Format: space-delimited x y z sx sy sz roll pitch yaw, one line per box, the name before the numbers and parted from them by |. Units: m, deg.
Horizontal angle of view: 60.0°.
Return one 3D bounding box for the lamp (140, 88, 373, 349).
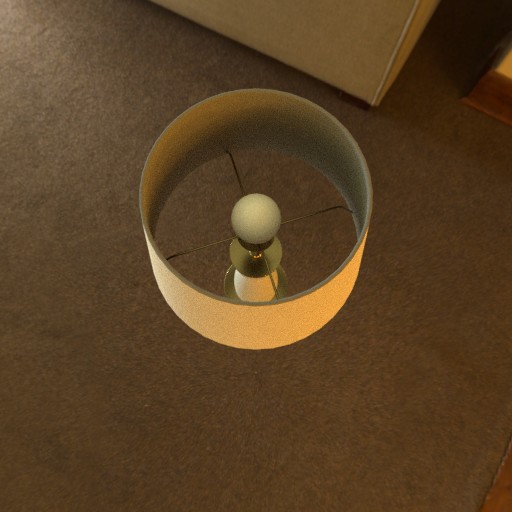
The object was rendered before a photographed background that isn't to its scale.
lamp | 0.000 0.000 0.728 0.309 0.545 0.309 0 75 0
